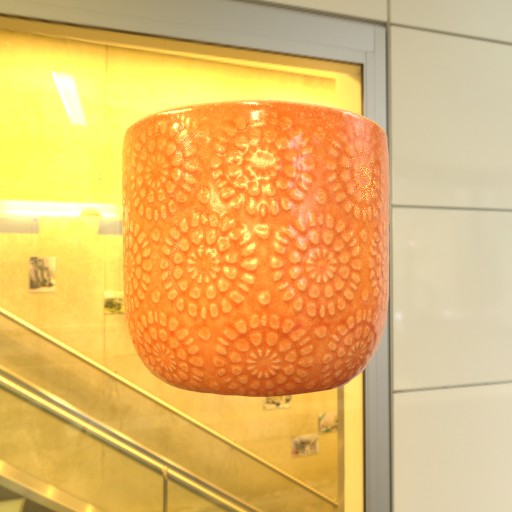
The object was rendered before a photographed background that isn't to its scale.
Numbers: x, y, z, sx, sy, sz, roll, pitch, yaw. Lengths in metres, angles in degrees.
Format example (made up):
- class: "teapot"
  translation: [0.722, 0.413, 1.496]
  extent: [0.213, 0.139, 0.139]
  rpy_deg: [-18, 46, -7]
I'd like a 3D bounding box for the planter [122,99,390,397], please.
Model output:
- class: "planter"
  translation: [0.000, 0.000, 0.288]
  extent: [0.170, 0.152, 0.170]
  rpy_deg: [0, -1, 0]
